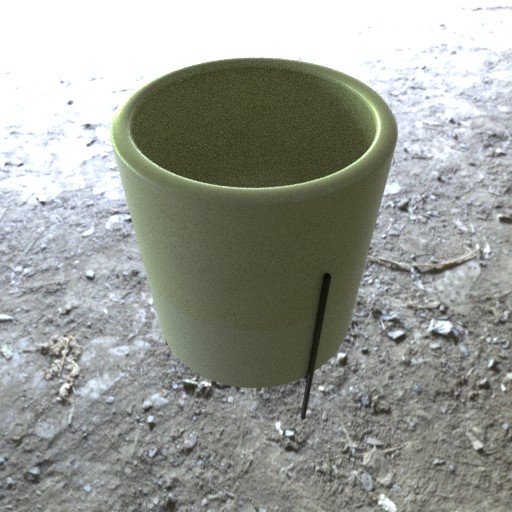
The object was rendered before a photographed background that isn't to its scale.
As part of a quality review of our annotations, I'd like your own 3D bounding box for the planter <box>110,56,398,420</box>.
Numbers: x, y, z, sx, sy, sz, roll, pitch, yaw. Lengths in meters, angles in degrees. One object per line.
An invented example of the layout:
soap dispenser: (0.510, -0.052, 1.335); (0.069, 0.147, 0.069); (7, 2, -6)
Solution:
planter: (0.000, 0.000, 0.682); (0.324, 0.483, 0.333); (23, 50, 21)
